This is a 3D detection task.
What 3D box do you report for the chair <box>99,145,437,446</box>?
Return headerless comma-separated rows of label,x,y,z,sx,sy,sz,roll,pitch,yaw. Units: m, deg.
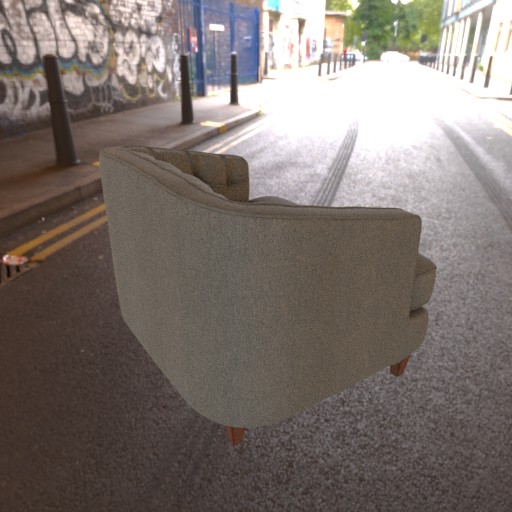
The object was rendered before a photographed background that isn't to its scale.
chair,0.000,0.000,1.748,0.945,0.852,1.094,-16,29,-31
